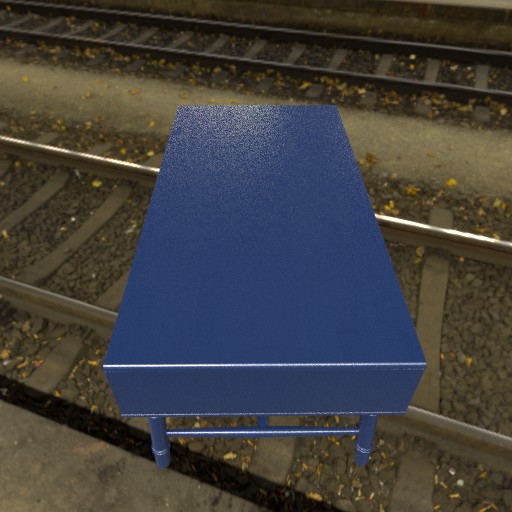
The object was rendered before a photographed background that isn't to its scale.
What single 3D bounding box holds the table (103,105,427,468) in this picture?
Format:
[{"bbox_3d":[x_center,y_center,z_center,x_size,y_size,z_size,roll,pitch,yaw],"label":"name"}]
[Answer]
[{"bbox_3d":[0.000,0.000,1.298,0.572,0.457,1.067,0,42,0],"label":"table"}]
